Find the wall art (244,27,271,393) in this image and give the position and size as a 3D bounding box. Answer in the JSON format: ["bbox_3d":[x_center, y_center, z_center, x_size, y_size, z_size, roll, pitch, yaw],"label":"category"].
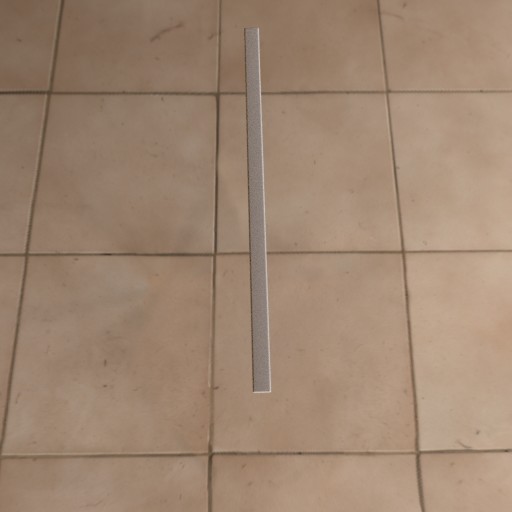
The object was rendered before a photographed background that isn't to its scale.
[{"bbox_3d":[0.000,0.000,1.627,0.038,1.212,0.914,-1,75,0],"label":"wall art"}]
